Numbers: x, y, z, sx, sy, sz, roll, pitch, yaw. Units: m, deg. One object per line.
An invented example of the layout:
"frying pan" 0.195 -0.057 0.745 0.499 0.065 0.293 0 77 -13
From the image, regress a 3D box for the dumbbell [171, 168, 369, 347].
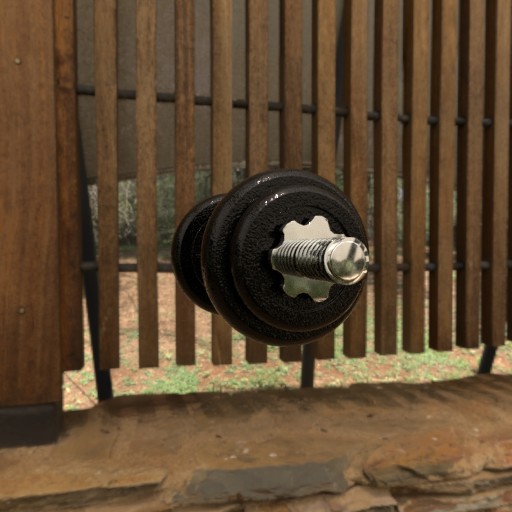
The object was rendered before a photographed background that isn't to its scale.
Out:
"dumbbell" 0.000 0.000 0.615 0.202 0.202 0.497 0 1 -19
